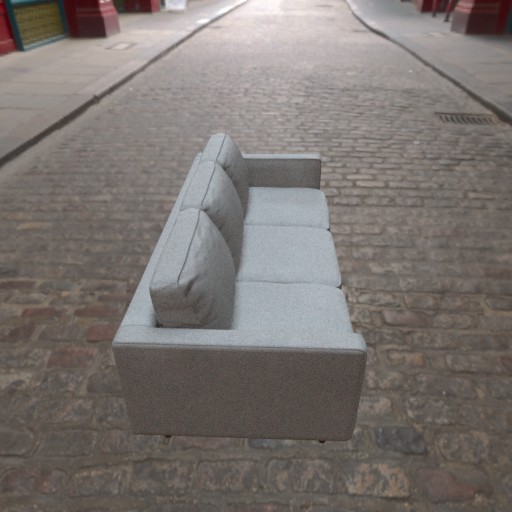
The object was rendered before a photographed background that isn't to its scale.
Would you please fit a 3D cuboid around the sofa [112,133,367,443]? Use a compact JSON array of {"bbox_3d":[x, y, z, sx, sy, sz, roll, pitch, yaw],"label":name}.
[{"bbox_3d":[0.000,0.000,2.505,0.944,0.918,1.983,1,32,2],"label":"sofa"}]
